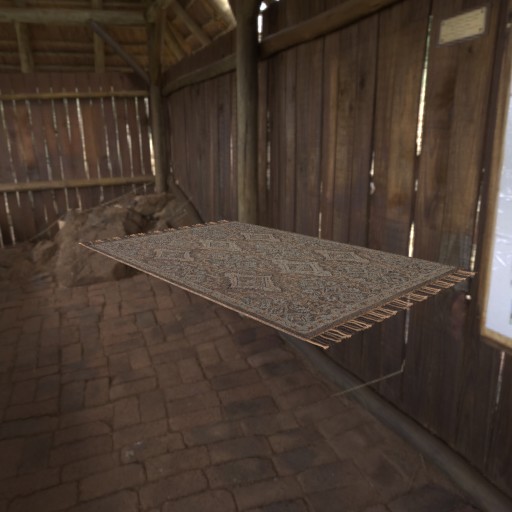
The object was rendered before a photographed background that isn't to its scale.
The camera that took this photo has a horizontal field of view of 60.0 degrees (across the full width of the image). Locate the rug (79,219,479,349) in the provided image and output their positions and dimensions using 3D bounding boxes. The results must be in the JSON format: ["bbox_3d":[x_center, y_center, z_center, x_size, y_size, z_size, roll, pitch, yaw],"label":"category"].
[{"bbox_3d":[0.000,0.000,3.097,1.516,0.010,2.434,-14,20,-41],"label":"rug"}]
